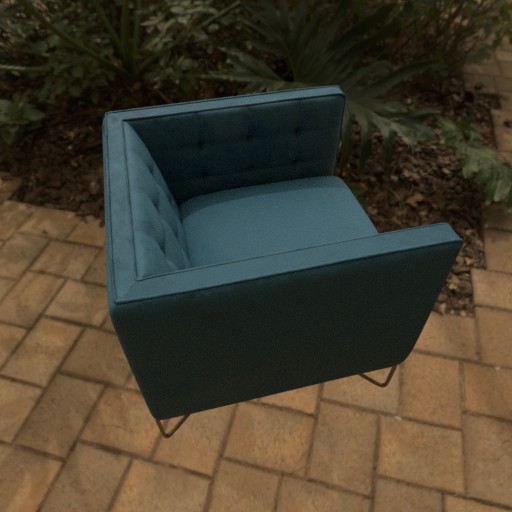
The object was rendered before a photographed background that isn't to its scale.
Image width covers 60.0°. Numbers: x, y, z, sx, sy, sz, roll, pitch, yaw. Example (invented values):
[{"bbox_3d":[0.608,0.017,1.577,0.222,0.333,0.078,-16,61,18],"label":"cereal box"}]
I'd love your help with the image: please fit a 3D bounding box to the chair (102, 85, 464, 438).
[{"bbox_3d":[0.000,0.000,1.584,0.894,0.790,0.880,-10,48,-10],"label":"chair"}]
